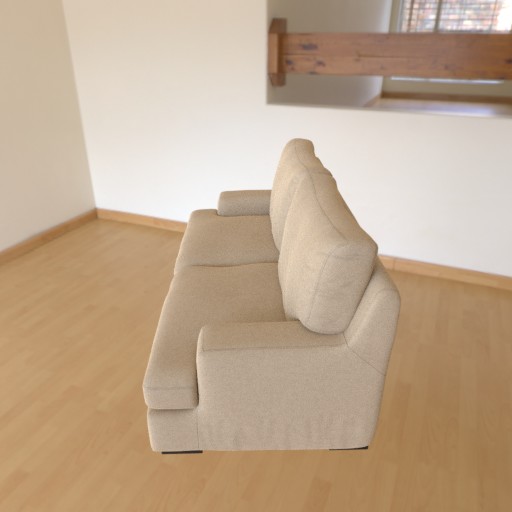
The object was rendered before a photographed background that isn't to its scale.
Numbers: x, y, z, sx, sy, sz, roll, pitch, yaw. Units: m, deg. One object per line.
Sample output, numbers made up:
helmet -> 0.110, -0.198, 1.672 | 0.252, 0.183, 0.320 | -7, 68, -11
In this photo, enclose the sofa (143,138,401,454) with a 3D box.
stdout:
sofa -> 0.000, 0.000, 2.471 | 0.962, 0.967, 1.885 | -1, 27, -1
